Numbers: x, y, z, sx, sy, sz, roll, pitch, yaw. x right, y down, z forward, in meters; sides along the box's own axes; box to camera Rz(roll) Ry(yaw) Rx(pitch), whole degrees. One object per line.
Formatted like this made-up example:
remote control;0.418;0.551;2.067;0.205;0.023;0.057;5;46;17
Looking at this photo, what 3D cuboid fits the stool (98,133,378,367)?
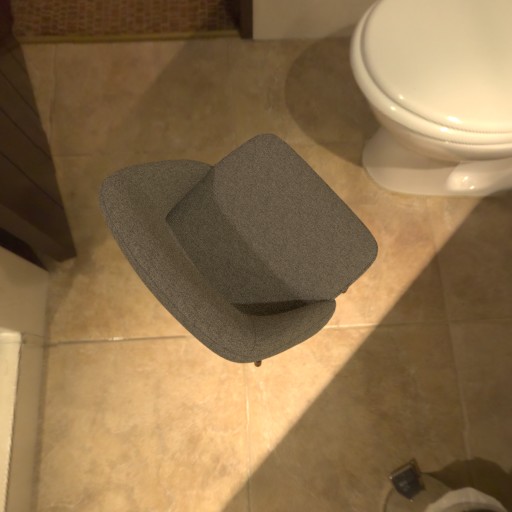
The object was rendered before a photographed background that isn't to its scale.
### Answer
stool;0.000;0.000;1.251;0.524;0.925;0.536;-39;78;-10
